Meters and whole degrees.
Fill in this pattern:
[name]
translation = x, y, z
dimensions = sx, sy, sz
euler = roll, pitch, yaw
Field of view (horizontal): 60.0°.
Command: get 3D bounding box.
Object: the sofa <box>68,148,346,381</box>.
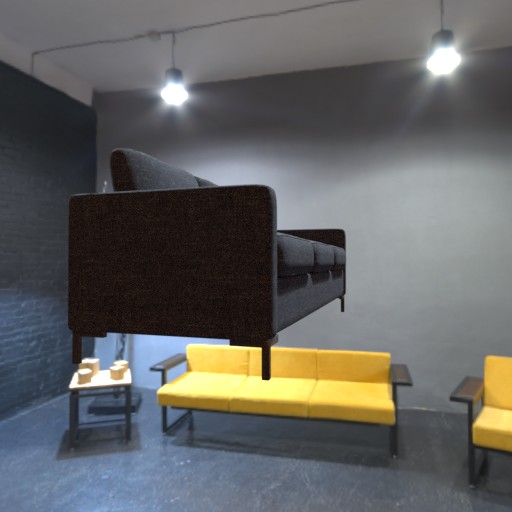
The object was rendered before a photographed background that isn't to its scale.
[sofa]
translation = 0.000, 0.000, 2.658
dimensions = 0.859, 0.874, 2.218
euler = 0, -1, 18
